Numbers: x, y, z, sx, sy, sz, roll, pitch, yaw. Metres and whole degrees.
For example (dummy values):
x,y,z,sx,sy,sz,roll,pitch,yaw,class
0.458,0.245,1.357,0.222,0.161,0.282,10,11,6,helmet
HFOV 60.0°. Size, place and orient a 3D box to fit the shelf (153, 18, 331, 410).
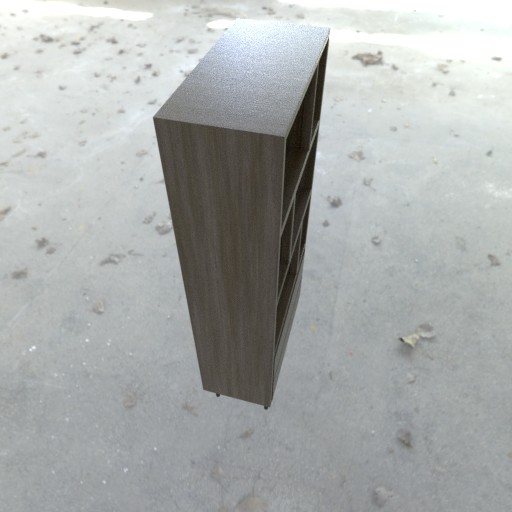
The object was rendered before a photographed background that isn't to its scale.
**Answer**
x,y,z,sx,sy,sz,roll,pitch,yaw,class
0.000,0.000,1.796,0.323,1.545,0.670,11,48,10,shelf
